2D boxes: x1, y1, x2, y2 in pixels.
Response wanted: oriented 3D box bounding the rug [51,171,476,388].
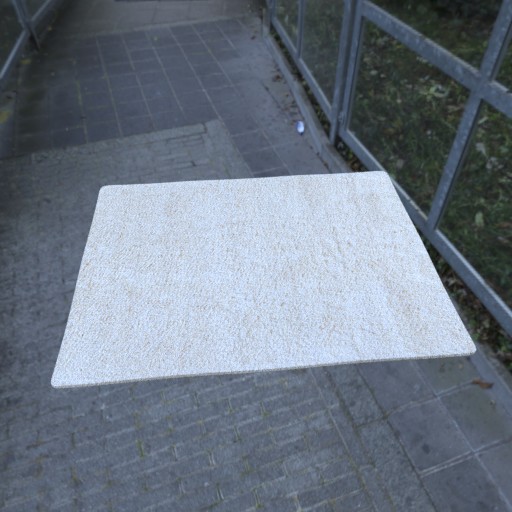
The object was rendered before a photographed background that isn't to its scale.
[{"bbox_3d":[0.000,0.000,2.069,1.600,0.027,1.200,-4,46,-4],"label":"rug"}]
